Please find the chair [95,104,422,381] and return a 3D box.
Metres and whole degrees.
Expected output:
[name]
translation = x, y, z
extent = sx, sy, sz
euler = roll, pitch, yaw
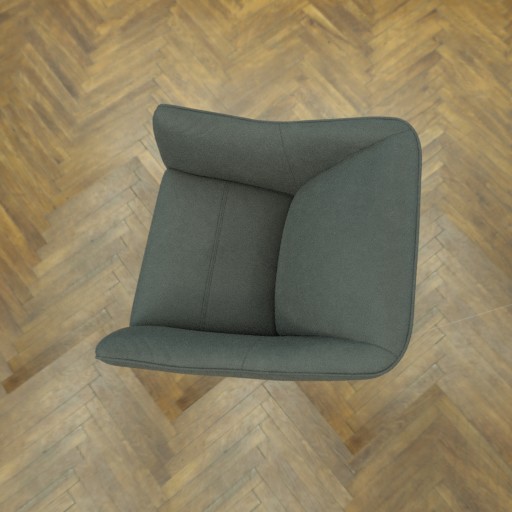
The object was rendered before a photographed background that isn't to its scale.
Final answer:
[chair]
translation = 0.000, 0.000, 1.547
extent = 0.852, 0.830, 0.871
euler = 8, 74, 2
